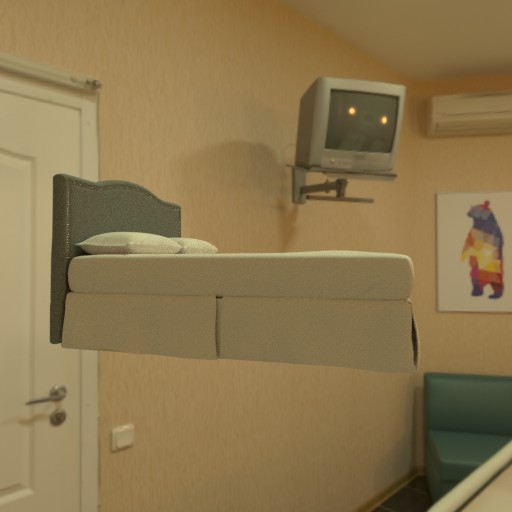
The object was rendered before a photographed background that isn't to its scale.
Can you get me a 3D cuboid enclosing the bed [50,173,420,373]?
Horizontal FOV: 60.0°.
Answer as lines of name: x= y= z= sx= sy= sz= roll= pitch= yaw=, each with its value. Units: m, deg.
bed: x=0.000 y=0.000 z=4.004 sx=2.689 sy=1.457 sz=2.161 roll=0 pitch=-1 yaw=16
